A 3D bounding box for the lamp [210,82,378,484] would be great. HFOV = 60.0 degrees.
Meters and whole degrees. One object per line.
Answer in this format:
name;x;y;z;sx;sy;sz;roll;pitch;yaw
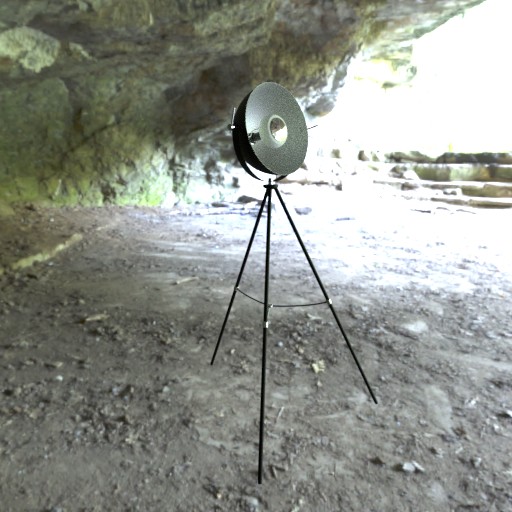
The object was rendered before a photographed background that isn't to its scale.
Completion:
lamp;0.000;0.000;2.073;0.920;1.512;0.817;13;19;43
